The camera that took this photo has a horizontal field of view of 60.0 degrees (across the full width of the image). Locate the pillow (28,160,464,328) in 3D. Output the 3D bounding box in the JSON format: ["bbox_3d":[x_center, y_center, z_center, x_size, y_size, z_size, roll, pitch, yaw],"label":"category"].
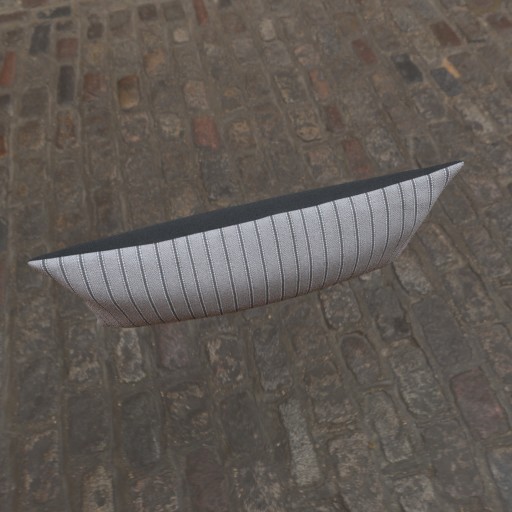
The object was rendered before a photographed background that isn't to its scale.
[{"bbox_3d":[0.000,0.000,0.730,0.609,0.305,0.151,-13,64,-6],"label":"pillow"}]
